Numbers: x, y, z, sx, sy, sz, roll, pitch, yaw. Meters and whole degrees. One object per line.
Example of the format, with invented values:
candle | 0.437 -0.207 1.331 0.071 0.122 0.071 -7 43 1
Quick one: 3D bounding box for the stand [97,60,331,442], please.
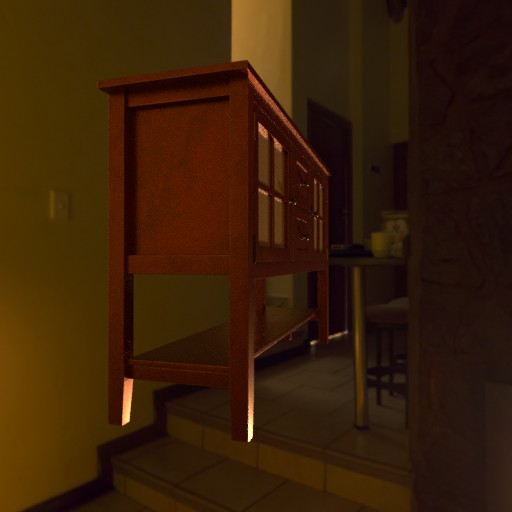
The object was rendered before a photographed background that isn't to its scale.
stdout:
stand | 0.000 0.000 1.697 0.410 0.872 1.362 0 0 17
